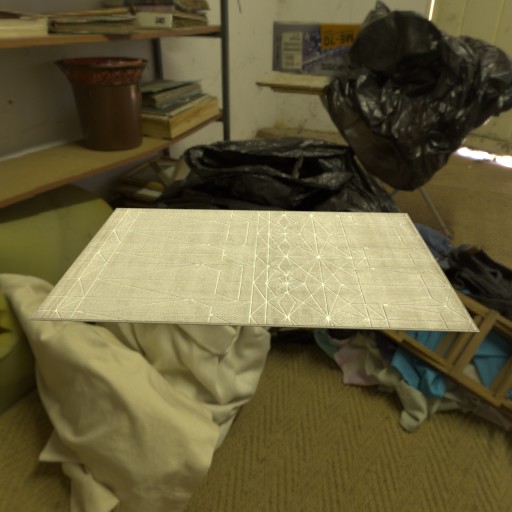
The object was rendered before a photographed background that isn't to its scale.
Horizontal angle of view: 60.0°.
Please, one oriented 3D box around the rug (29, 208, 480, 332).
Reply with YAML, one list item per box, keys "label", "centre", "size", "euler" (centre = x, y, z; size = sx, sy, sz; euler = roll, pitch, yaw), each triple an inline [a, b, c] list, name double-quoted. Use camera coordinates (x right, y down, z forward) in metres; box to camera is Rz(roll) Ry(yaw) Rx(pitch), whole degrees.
- label: "rug"
  centre: [0.000, 0.000, 3.055]
  size: [2.438, 0.012, 1.524]
  euler: [1, 30, 2]
